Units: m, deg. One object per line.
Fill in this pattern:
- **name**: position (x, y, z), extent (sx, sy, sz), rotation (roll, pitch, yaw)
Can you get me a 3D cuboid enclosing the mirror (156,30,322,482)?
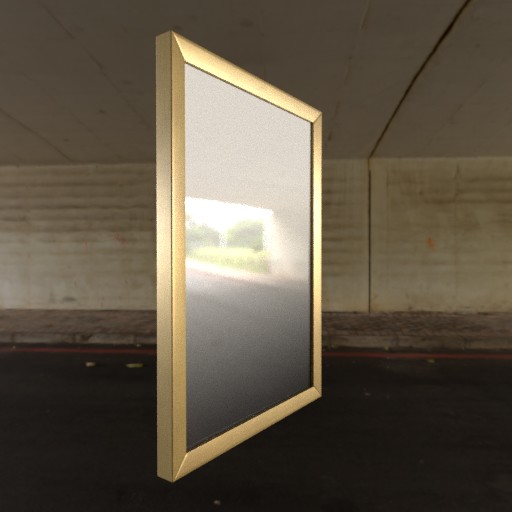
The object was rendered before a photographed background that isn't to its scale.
- **mirror**: position (0.000, 0.000, 0.912), extent (0.040, 0.710, 0.507), rotation (1, 1, 36)
